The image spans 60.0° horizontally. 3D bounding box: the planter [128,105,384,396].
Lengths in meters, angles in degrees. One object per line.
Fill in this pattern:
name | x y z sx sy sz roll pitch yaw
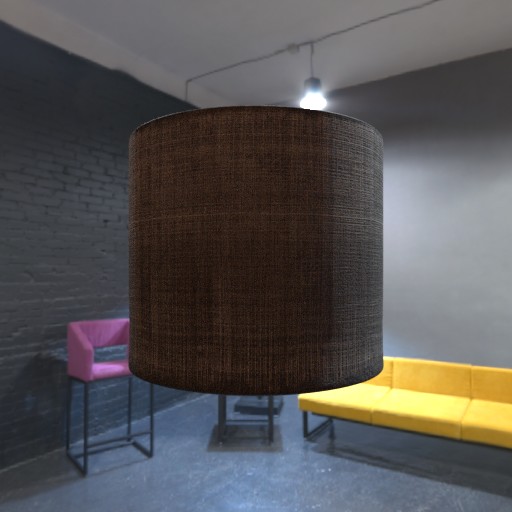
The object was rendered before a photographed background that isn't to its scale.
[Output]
planter | 0.000 0.000 0.458 0.254 0.221 0.254 0 -2 0
